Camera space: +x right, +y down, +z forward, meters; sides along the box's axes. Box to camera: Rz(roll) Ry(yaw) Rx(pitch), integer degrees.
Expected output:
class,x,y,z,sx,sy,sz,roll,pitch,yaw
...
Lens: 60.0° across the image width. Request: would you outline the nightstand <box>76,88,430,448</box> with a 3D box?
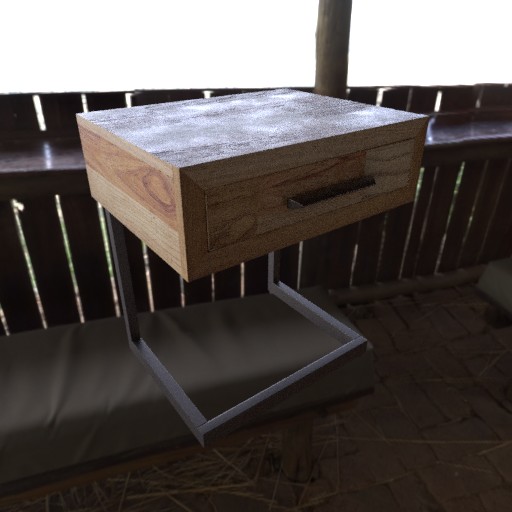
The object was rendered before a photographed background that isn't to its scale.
class,x,y,z,sx,sy,sz,roll,pitch,yaw
nightstand,0.000,0.000,1.029,0.558,0.632,0.481,-20,35,-31
